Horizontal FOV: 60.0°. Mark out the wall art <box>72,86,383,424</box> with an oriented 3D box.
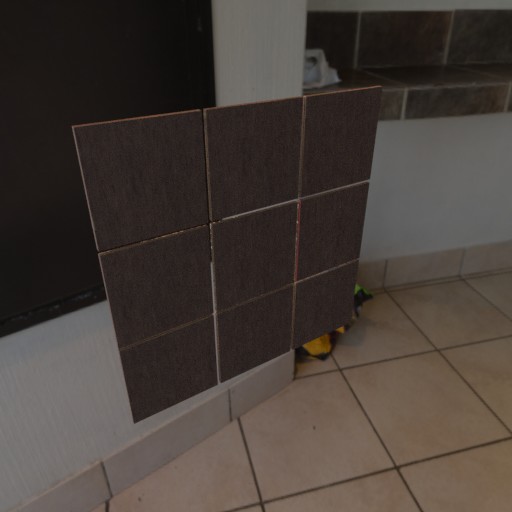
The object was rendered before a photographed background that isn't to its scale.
[{"bbox_3d":[0.000,0.000,1.372,0.915,0.914,0.013,-18,35,-28],"label":"wall art"}]
